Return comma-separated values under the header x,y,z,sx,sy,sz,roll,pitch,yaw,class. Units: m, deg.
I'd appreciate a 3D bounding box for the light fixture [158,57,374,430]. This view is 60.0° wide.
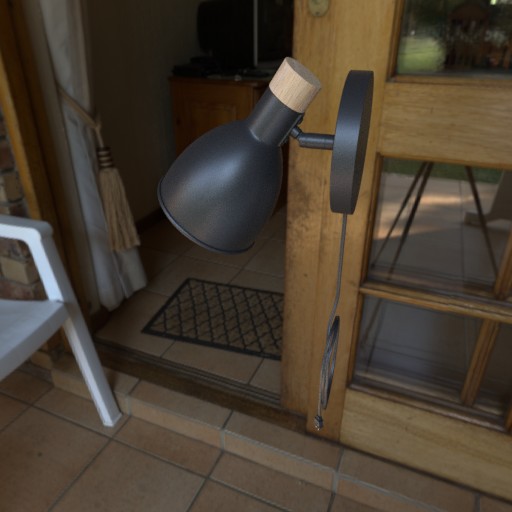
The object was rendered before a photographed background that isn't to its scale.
x,y,z,sx,sy,sz,roll,pitch,yaw,class
0.000,0.000,0.488,0.203,0.401,0.127,9,30,16,light fixture
